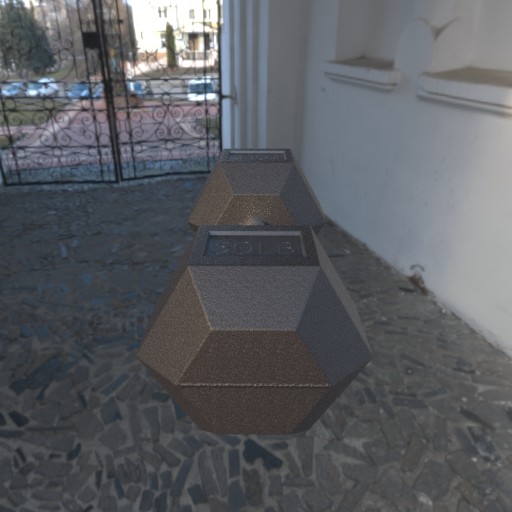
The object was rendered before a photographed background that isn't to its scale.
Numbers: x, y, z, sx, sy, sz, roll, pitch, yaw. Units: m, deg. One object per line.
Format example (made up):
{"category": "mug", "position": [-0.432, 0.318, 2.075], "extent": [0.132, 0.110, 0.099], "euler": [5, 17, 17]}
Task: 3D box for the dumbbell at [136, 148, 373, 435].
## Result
{"category": "dumbbell", "position": [0.000, 0.000, 0.466], "extent": [0.173, 0.150, 0.384], "euler": [0, 27, 0]}
